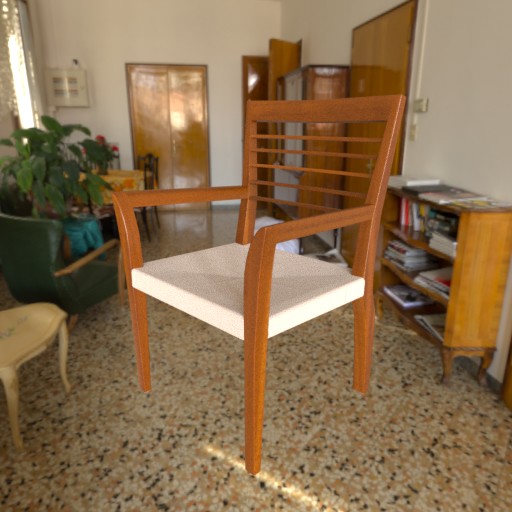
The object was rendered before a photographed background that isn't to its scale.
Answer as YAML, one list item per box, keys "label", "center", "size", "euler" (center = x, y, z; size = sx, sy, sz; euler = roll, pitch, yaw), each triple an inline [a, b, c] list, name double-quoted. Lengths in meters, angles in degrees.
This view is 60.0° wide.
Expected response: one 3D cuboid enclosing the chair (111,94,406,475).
- label: "chair"
  center: [0.000, 0.000, 1.251]
  size: [0.587, 0.855, 0.540]
  euler: [16, 23, 42]
